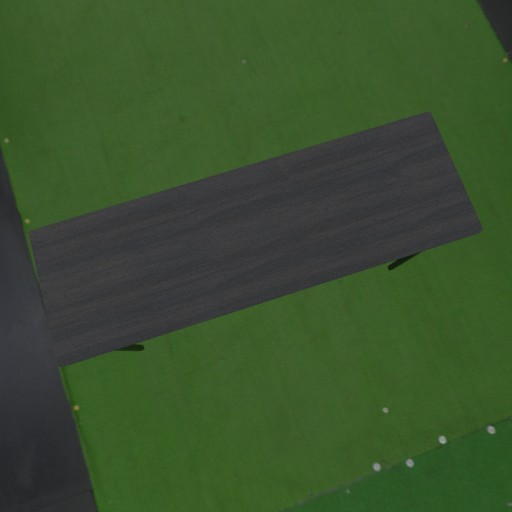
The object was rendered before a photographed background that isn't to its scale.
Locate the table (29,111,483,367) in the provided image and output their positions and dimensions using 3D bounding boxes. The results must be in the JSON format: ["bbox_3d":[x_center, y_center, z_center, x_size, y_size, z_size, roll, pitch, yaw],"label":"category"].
[{"bbox_3d":[0.000,0.000,1.794,1.399,0.750,0.449,-17,78,-4],"label":"table"}]
